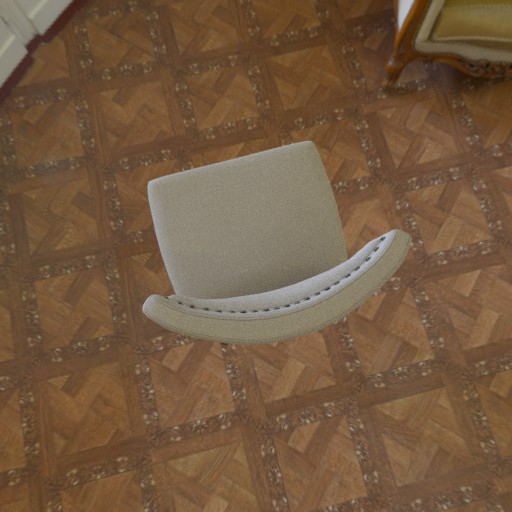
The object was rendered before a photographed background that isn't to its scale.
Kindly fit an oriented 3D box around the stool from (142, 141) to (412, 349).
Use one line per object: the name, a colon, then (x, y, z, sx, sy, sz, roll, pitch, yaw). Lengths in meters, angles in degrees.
stool: (0.000, 0.000, 1.325, 0.527, 0.982, 0.563, -15, 76, -4)
